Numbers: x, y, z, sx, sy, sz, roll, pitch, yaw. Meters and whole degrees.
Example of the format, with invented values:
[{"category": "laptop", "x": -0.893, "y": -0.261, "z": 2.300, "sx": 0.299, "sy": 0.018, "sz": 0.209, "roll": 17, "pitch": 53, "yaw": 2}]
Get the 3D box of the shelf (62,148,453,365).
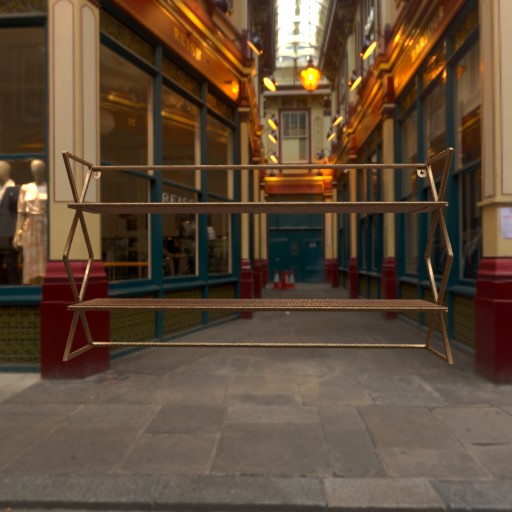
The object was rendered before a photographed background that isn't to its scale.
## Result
[{"category": "shelf", "x": 0.000, "y": 0.000, "z": 1.005, "sx": 0.822, "sy": 0.450, "sz": 0.150, "roll": 0, "pitch": 0, "yaw": 2}]
